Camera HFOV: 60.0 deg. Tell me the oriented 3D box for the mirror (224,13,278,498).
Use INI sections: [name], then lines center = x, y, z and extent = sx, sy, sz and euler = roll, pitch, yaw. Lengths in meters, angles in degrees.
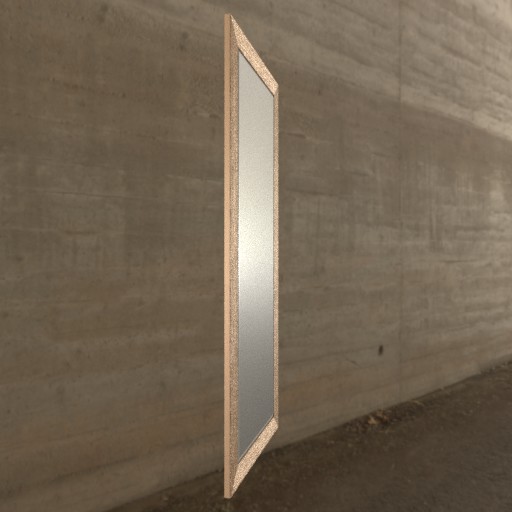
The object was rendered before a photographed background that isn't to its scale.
[mirror]
center = 0.000, 0.000, 2.248
extent = 0.026, 2.031, 0.812
euler = 0, 0, 17
